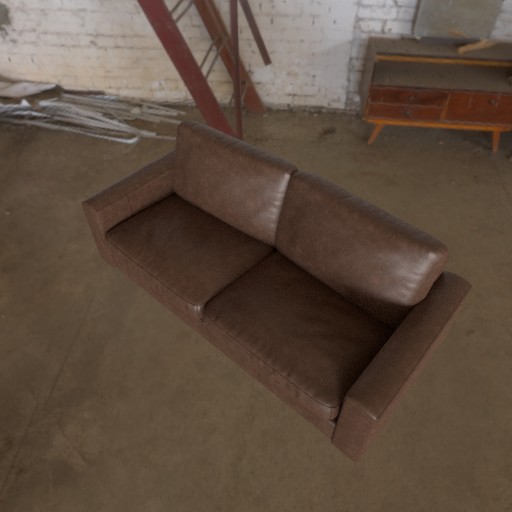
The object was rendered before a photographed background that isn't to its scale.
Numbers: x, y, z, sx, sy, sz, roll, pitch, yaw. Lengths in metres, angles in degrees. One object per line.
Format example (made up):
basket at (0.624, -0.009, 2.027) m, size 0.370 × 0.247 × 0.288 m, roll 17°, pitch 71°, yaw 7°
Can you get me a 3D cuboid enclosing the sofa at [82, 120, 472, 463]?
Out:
sofa at (0.000, 0.000, 2.669) m, size 2.179 × 0.873 × 1.016 m, roll 32°, pitch 54°, yaw 27°
